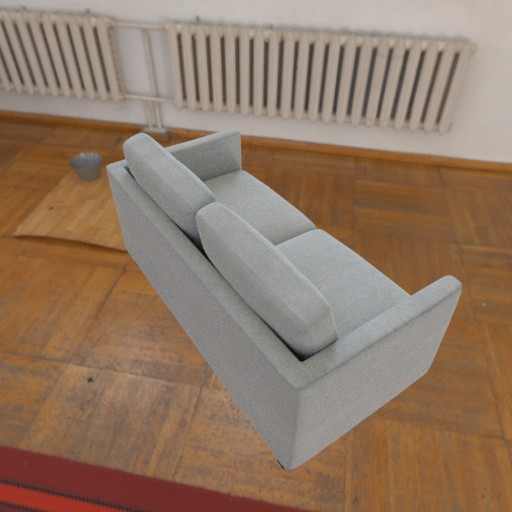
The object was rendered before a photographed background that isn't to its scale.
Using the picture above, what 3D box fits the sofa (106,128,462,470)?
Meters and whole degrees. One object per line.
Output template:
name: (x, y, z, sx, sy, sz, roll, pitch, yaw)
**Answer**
sofa: (0.000, 0.000, 2.450, 0.950, 0.963, 1.884, -24, 47, -25)
